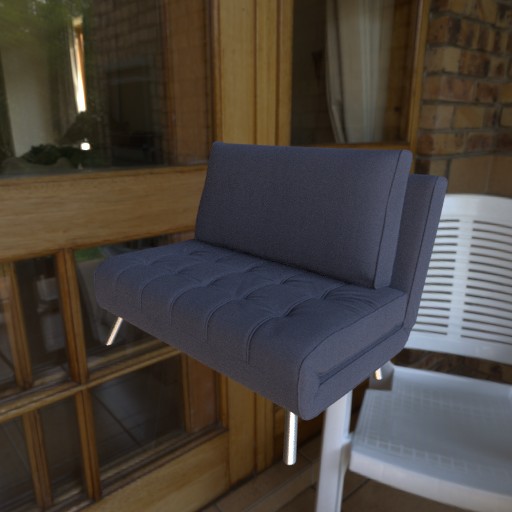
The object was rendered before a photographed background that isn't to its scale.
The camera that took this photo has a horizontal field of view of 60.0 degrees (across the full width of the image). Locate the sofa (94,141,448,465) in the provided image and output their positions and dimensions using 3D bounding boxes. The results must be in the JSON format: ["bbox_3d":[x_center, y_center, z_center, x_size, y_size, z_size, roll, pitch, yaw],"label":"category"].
[{"bbox_3d":[0.000,0.000,1.891,1.220,0.910,0.910,15,22,41],"label":"sofa"}]
